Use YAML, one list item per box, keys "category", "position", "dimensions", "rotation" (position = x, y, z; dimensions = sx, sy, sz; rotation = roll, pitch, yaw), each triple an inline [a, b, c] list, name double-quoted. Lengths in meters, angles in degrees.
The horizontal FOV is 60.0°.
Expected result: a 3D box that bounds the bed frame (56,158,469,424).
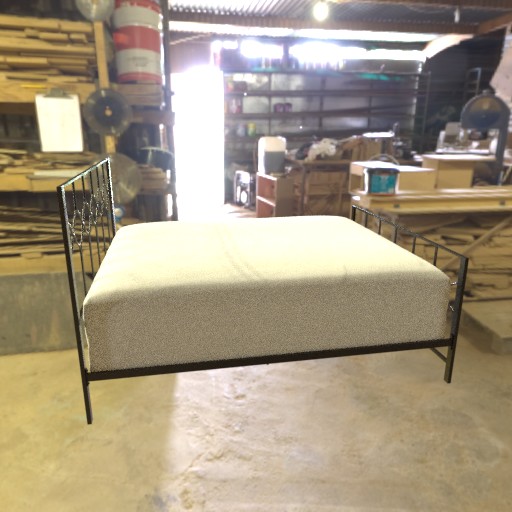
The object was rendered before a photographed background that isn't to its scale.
- category: "bed frame"
  position: [0.000, 0.000, 3.033]
  dimensions: [2.063, 1.222, 1.597]
  rotation: [-3, 17, -10]
